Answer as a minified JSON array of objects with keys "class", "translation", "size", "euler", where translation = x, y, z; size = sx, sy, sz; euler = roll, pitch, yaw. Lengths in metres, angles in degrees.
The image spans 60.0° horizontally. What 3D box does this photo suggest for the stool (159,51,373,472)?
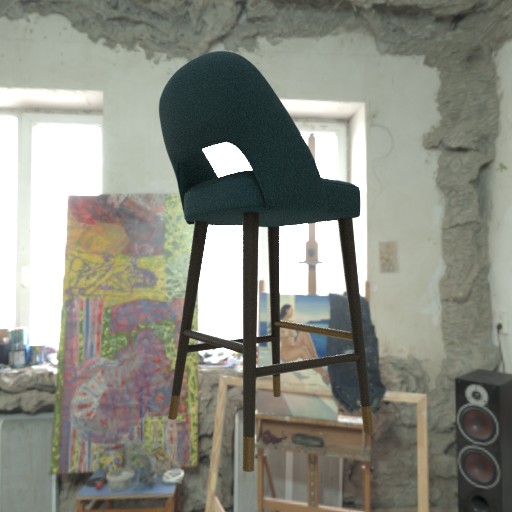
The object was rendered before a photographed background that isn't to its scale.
[{"class":"stool","translation":[0.000,0.000,1.342],"size":[0.522,1.032,0.536],"euler":[1,-1,-35]}]
